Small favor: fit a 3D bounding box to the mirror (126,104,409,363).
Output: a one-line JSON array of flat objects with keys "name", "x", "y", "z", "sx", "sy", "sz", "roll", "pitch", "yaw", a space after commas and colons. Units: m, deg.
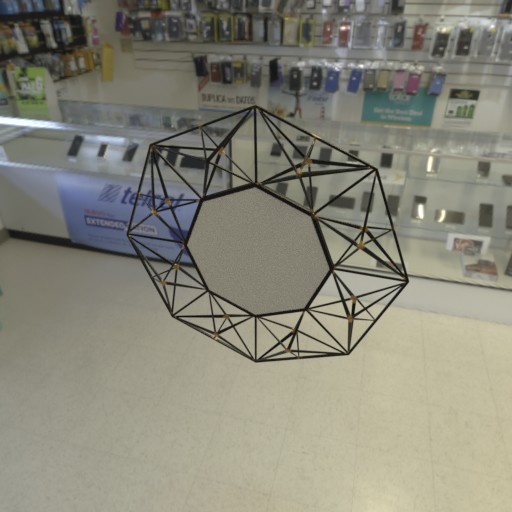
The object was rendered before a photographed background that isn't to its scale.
[{"name": "mirror", "x": 0.000, "y": 0.000, "z": 1.070, "sx": 0.710, "sy": 0.710, "sz": 0.094, "roll": 10, "pitch": 33, "yaw": 15}]
